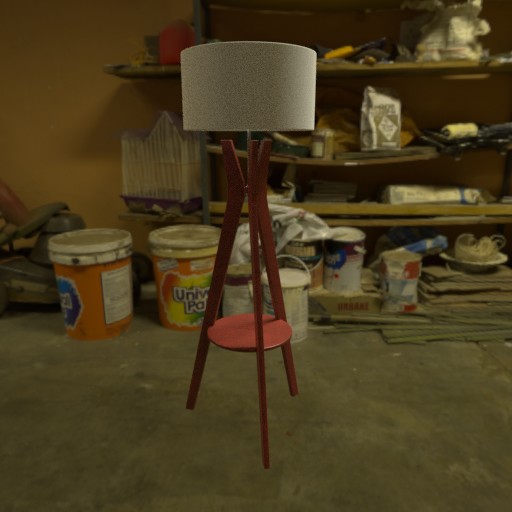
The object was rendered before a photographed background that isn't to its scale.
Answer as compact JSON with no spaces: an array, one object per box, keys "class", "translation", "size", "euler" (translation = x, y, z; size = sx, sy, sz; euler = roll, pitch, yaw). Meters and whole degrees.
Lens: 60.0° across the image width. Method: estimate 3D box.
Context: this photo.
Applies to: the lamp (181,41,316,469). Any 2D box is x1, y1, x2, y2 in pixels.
[{"class":"lamp","translation":[0.000,0.000,1.772],"size":[0.542,1.472,0.539],"euler":[-14,20,-41]}]
